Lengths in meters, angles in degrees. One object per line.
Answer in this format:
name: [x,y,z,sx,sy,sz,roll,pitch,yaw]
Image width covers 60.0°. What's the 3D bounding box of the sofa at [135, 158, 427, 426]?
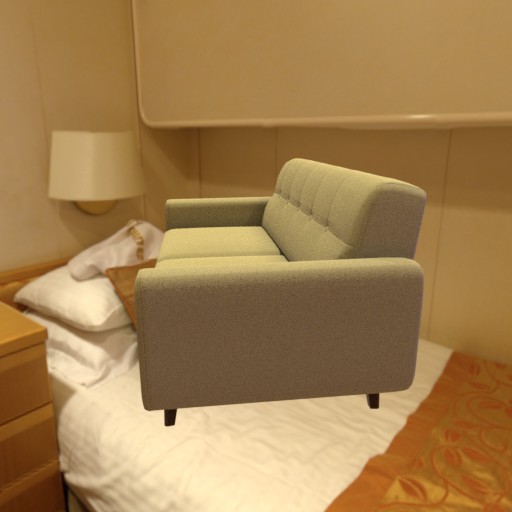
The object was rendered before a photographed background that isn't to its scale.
sofa: [0.000,0.000,2.193,0.980,0.892,1.655,-2,15,-7]
